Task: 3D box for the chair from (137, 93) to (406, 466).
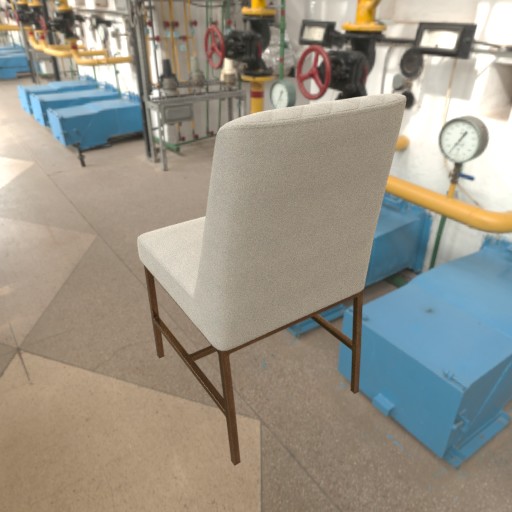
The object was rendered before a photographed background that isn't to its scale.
[{"bbox_3d":[0.000,0.000,1.269,0.503,0.933,0.597,-19,35,-29],"label":"chair"}]
